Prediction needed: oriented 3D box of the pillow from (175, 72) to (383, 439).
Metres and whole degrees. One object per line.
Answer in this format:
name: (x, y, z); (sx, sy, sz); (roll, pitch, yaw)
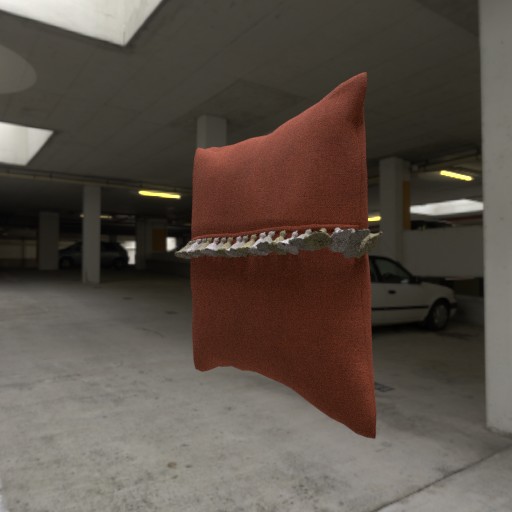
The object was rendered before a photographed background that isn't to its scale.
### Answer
pillow: (0.000, 0.000, 0.756); (0.165, 0.482, 0.490); (1, -2, -36)
